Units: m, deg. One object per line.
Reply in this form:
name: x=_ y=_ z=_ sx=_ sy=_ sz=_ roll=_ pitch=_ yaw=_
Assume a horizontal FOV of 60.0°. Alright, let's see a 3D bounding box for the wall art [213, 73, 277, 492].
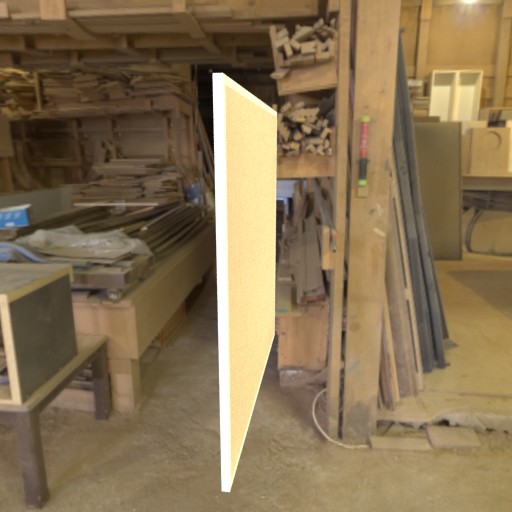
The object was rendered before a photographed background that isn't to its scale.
wall art: x=0.000 y=0.000 z=0.833 sx=0.012 sy=0.557 sz=0.557 roll=2 pitch=14 yaw=9
